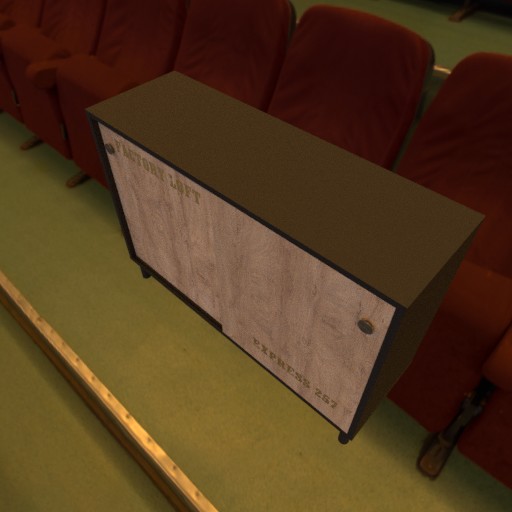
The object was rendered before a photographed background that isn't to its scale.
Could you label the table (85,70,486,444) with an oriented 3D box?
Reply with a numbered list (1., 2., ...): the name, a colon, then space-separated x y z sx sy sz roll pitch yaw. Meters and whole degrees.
1. table: 0.000 0.000 1.601 1.200 0.855 0.400 34 56 27
